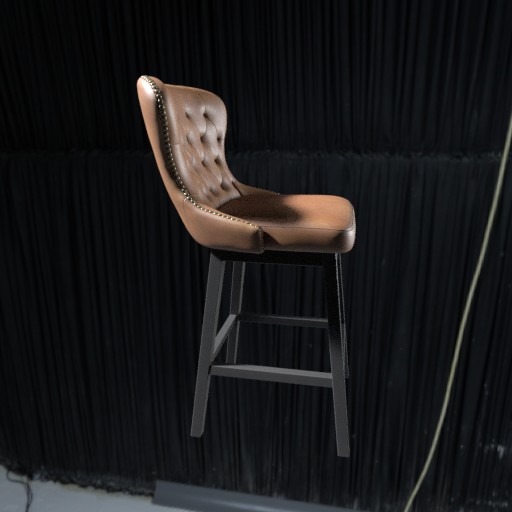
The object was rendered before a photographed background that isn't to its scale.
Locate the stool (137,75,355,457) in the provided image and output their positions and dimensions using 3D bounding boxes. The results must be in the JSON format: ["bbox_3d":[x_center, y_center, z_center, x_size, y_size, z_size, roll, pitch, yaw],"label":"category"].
[{"bbox_3d":[0.000,0.000,1.309,0.593,0.971,0.528,3,17,11],"label":"stool"}]
